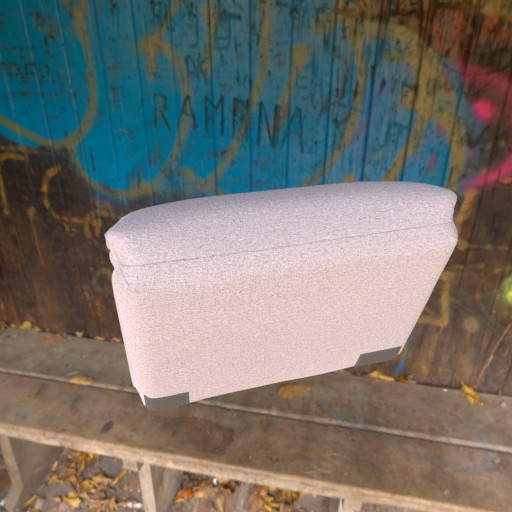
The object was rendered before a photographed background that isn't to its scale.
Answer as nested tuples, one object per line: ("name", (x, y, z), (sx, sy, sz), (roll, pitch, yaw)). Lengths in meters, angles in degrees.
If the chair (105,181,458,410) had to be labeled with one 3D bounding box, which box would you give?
("chair", (0.000, 0.000, 1.344), (0.820, 0.580, 0.780), (-8, 29, -15))
